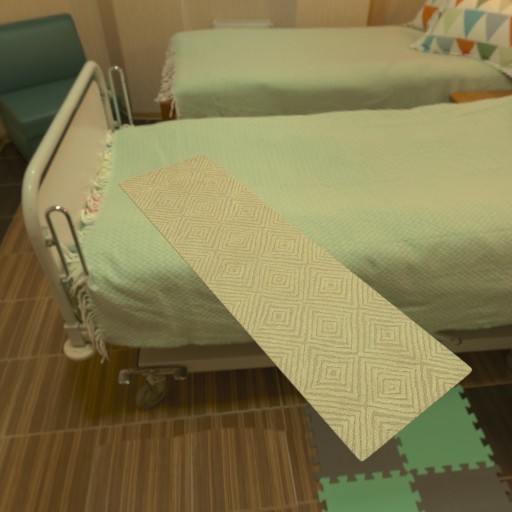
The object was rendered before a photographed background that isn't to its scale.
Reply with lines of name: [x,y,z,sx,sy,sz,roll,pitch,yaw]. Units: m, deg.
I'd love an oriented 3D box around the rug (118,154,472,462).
rug: [0.000,0.000,2.449,0.676,0.008,2.277,-26,48,-25]
